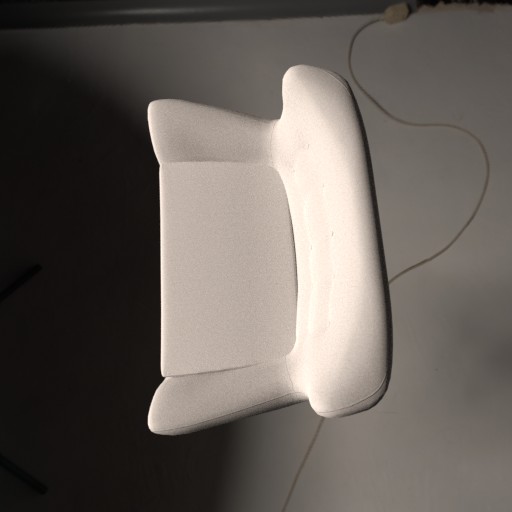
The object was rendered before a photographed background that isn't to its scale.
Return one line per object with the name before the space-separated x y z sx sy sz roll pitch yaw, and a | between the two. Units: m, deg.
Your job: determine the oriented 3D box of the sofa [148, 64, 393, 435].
sofa | 0.000 0.000 1.987 0.921 0.878 1.424 -3 76 -1
